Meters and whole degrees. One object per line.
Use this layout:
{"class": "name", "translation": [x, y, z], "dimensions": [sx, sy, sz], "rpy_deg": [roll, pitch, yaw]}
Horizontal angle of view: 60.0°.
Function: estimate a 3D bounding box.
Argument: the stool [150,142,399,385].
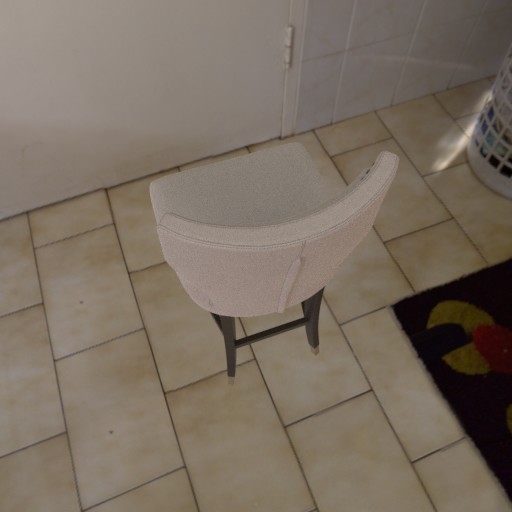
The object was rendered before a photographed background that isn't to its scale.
{"class": "stool", "translation": [0.000, 0.000, 1.404], "dimensions": [0.526, 1.092, 0.563], "rpy_deg": [-17, 62, -9]}
